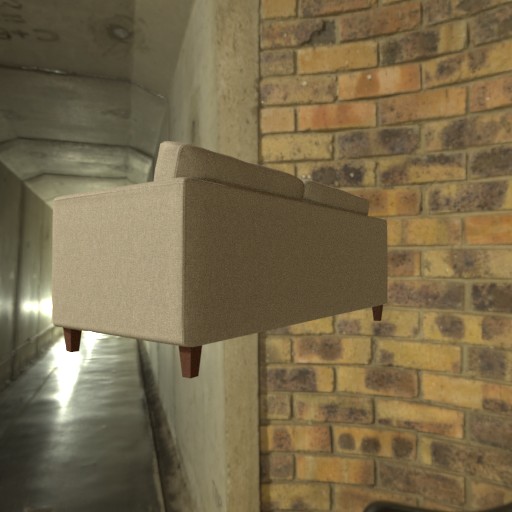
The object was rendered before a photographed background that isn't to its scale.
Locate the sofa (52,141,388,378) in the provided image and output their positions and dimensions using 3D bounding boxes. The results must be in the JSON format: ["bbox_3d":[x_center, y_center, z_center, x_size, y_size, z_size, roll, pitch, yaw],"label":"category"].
[{"bbox_3d":[0.000,0.000,2.790,0.956,0.963,2.208,0,-1,36],"label":"sofa"}]
